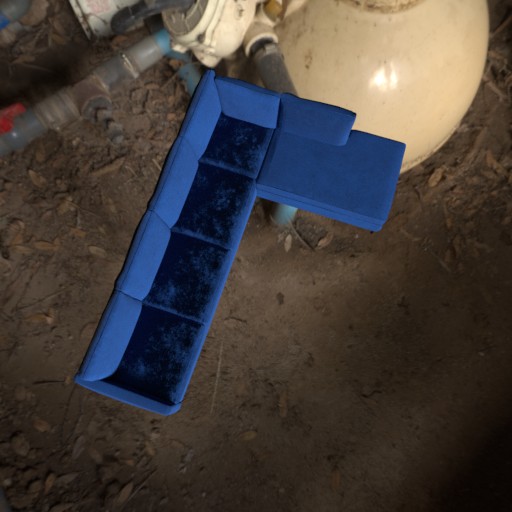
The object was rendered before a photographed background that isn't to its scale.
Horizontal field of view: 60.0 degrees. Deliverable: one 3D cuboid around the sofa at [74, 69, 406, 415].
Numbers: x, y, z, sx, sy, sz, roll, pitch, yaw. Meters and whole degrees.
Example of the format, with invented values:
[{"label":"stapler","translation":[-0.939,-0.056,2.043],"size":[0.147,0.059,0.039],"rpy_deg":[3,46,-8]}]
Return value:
[{"label":"sofa","translation":[0.000,0.000,3.256],"size":[1.707,0.687,2.486],"rpy_deg":[18,76,5]}]
